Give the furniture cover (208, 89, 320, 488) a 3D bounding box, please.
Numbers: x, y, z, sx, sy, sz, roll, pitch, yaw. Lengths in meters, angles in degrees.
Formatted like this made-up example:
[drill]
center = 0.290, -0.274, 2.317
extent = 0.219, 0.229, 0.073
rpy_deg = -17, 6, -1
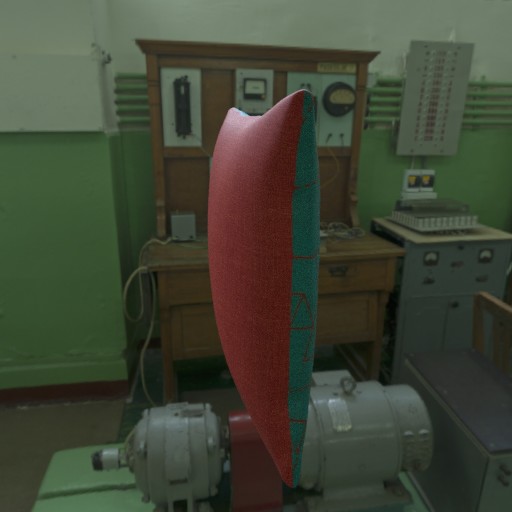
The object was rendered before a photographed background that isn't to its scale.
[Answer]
[furniture cover]
center = 0.000, 0.000, 0.769
extent = 0.158, 0.508, 0.517
rpy_deg = -3, 17, -11
